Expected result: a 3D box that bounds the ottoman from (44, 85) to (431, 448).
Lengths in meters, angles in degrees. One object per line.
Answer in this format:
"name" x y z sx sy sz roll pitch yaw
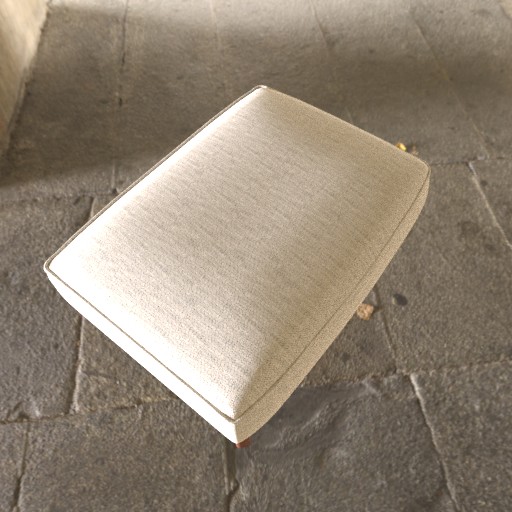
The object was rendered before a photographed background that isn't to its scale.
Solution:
"ottoman" 0.000 0.000 1.161 0.594 0.465 0.794 33 64 19
